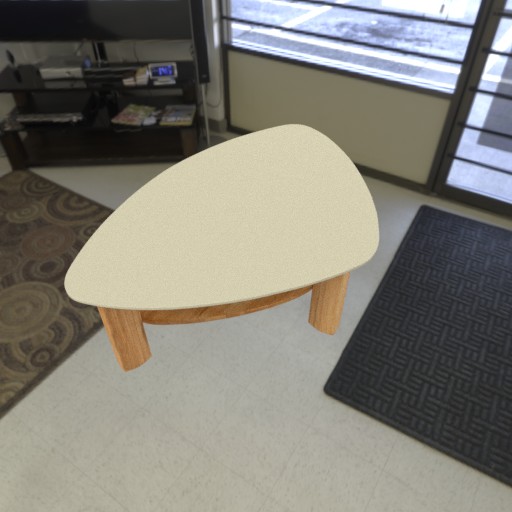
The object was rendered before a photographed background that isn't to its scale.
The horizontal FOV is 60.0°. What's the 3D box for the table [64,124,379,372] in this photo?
[{"bbox_3d":[0.000,0.000,1.666,0.850,0.440,1.250,26,49,26],"label":"table"}]
